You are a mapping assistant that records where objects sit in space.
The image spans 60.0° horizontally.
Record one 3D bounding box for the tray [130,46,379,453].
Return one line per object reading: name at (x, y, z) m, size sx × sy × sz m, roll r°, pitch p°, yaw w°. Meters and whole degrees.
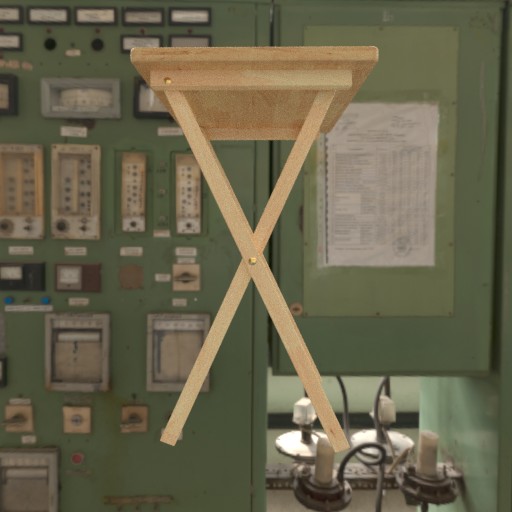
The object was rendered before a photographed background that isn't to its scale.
tray at (0.000, 0.000, 0.929) m, size 0.381 × 0.660 × 0.483 m, roll 0°, pitch 3°, yaw 1°
